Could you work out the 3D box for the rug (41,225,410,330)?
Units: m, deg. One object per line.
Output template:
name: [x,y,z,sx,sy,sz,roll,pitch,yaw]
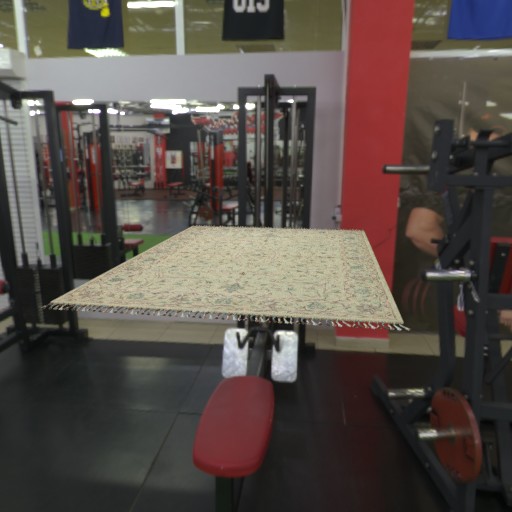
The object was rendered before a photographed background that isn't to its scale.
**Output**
rug: [0.000,0.000,2.300,1.247,0.008,1.802,2,13,9]
